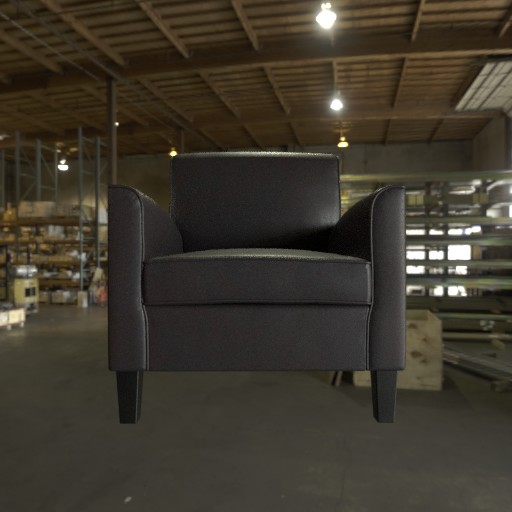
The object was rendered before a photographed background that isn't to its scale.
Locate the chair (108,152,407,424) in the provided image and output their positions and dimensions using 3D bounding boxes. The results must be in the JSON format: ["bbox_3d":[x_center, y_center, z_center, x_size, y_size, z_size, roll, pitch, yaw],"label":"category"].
[{"bbox_3d":[0.000,0.000,1.582,0.820,0.916,0.819,0,0,-1],"label":"chair"}]
